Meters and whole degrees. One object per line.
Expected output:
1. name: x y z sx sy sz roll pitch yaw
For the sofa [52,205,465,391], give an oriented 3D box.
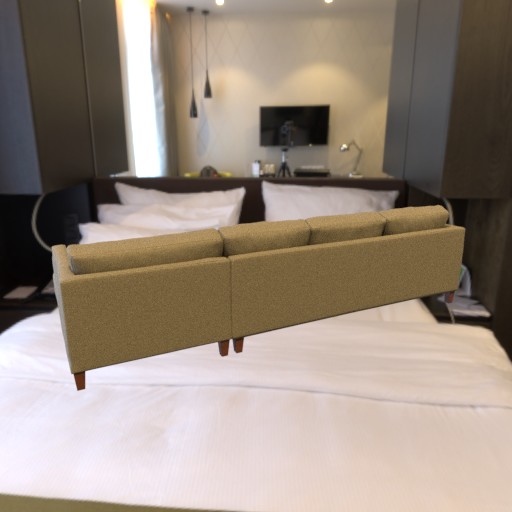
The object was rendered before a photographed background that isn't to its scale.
1. sofa: 0.000 0.000 3.829 3.186 0.861 1.625 -8 17 -25
